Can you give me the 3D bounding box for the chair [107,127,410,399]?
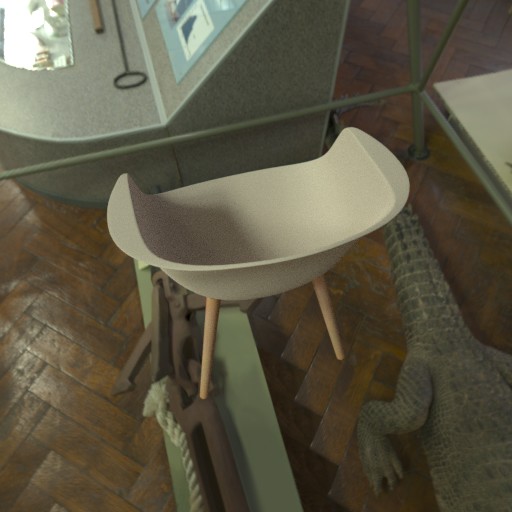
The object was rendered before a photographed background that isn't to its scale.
[{"bbox_3d":[0.000,0.000,1.132,0.593,0.781,0.504,-14,59,-8],"label":"chair"}]
